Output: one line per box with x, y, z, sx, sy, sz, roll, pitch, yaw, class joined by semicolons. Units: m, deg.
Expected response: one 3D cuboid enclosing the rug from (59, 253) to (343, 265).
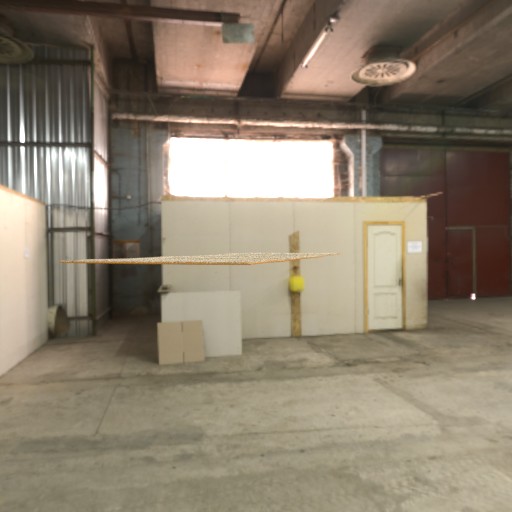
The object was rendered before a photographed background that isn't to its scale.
0.000;0.000;2.527;0.704;0.014;2.294;0;1;18;rug
